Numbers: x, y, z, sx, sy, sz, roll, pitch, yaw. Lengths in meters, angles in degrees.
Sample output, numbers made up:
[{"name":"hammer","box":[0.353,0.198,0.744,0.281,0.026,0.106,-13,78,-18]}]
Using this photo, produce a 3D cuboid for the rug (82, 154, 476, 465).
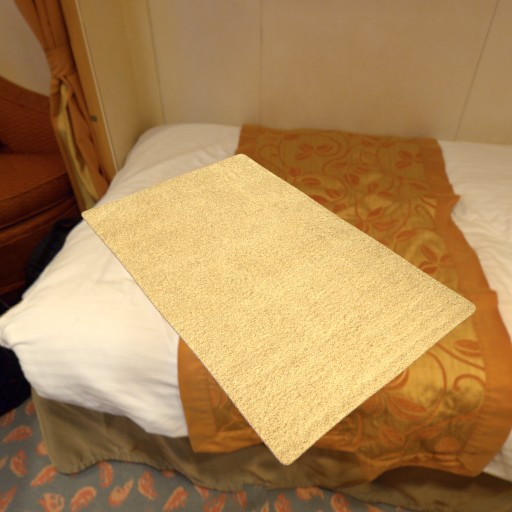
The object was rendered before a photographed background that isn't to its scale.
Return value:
[{"name":"rug","box":[0.000,0.000,2.958,1.500,0.025,2.349,-27,48,-27]}]
